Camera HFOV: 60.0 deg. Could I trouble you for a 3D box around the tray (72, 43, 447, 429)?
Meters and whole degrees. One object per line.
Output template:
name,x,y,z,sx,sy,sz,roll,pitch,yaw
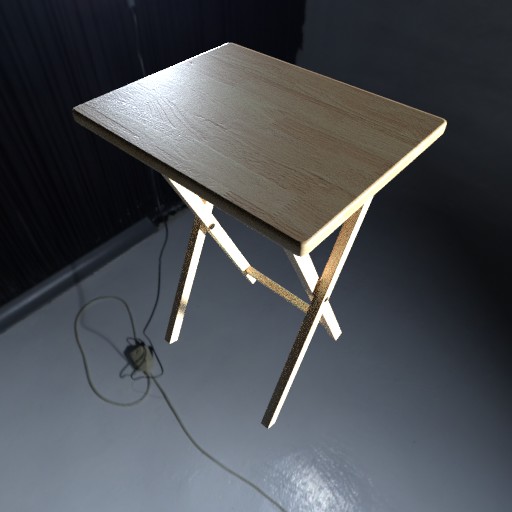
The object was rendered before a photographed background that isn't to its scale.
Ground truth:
tray,0.000,0.000,0.953,0.483,0.660,0.381,33,54,27
